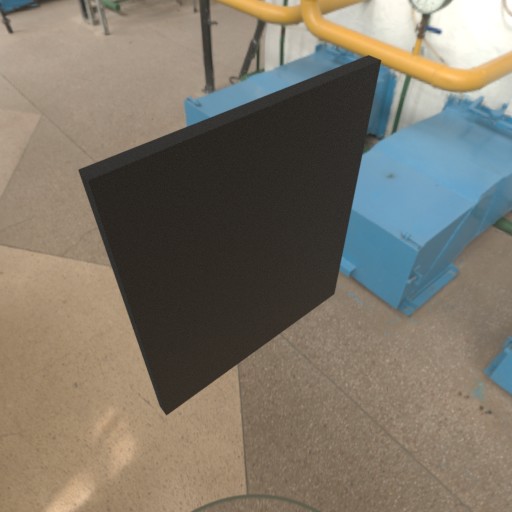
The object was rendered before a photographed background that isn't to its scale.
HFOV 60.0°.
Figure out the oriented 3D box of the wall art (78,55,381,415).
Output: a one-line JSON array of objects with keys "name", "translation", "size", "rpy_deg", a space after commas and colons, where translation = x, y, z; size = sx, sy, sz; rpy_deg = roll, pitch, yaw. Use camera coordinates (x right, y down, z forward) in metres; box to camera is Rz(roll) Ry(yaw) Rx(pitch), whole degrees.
[{"name": "wall art", "translation": [0.000, 0.000, 0.698], "size": [0.428, 0.505, 0.023], "rpy_deg": [-31, 53, -26]}]
